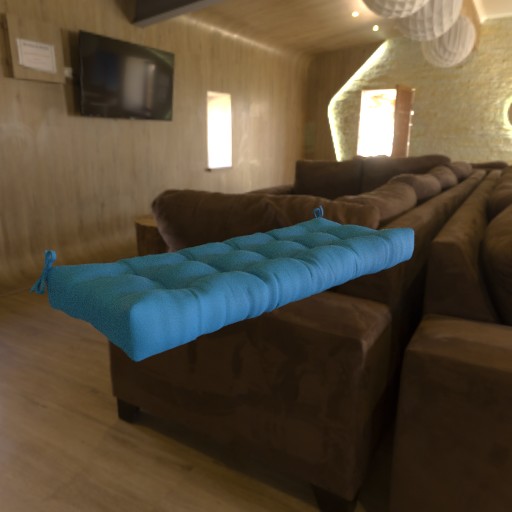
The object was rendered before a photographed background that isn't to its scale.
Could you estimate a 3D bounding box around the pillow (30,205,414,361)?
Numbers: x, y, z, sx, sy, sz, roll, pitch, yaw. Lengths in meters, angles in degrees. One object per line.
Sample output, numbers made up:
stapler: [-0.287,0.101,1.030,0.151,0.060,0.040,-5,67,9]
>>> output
pillow: [0.000,0.000,1.367,1.194,0.174,0.511,-14,20,-43]
